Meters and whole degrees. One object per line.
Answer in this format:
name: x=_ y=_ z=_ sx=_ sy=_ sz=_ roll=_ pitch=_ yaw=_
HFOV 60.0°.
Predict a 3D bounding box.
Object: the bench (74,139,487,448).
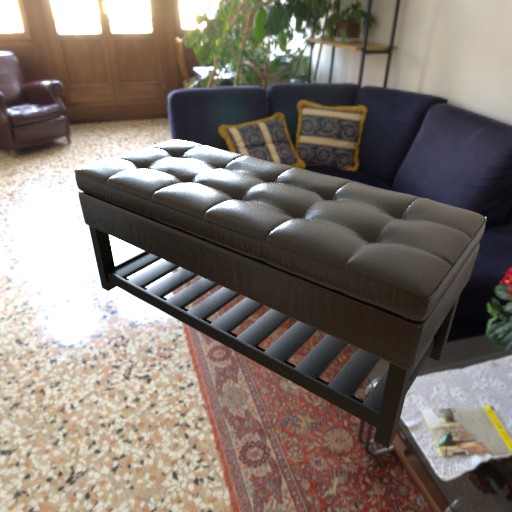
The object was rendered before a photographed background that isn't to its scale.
bench: x=0.000 y=0.000 z=1.322 sx=1.105 sy=0.460 sz=0.432 roll=21 pitch=37 yaw=32
